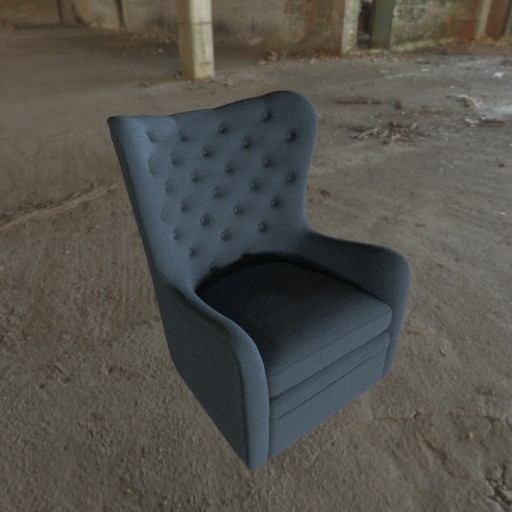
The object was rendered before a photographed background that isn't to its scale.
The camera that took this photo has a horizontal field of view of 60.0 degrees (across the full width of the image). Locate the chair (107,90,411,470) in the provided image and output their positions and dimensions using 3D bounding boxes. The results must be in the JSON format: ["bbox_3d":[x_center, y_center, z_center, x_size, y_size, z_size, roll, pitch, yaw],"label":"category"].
[{"bbox_3d":[0.000,0.000,1.735,0.831,1.079,0.930,-22,37,-32],"label":"chair"}]
